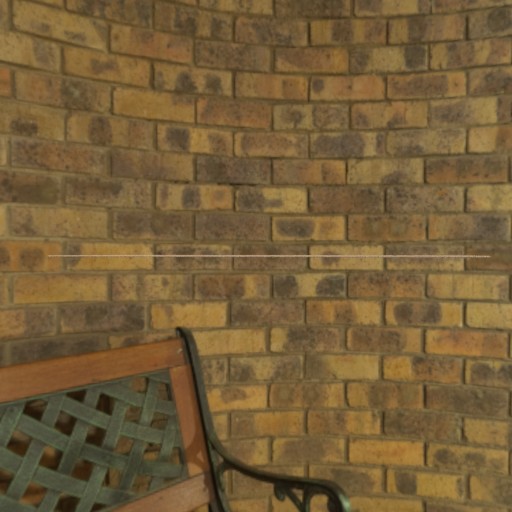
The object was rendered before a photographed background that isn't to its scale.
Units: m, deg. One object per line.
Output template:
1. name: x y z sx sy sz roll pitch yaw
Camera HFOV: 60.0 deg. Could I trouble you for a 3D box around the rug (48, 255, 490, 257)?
1. rug: 0.000 0.000 2.713 2.439 0.008 0.762 0 0 18
